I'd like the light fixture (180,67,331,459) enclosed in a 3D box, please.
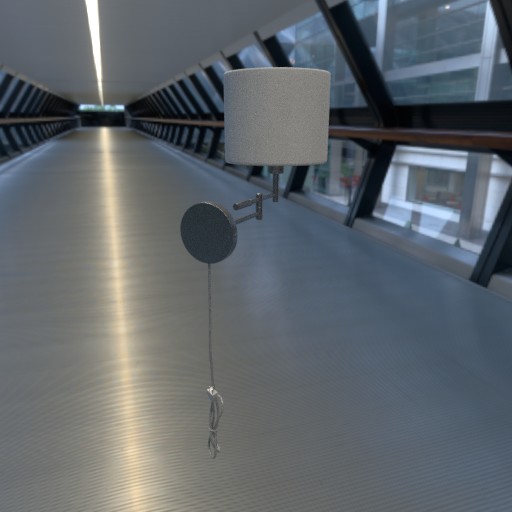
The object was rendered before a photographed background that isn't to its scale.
[{"bbox_3d":[0.000,0.000,1.074,0.253,0.842,0.479,8,18,25],"label":"light fixture"}]
